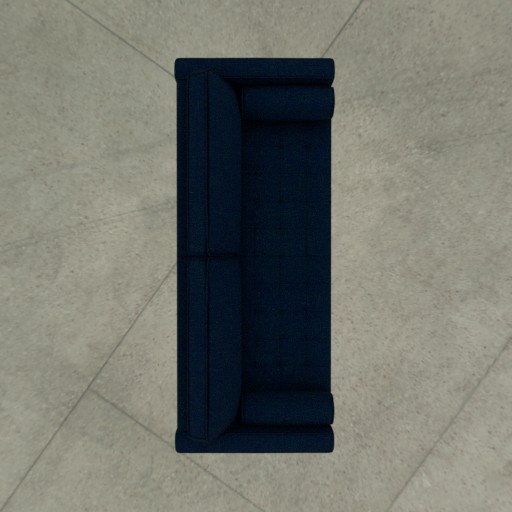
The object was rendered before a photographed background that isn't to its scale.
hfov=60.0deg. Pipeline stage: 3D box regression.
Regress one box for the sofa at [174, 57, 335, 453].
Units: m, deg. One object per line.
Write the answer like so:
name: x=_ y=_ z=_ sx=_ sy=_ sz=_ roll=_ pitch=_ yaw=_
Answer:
sofa: x=0.000 y=0.000 z=2.649 sx=0.914 sy=0.762 sz=2.210 roll=0 pitch=91 yaw=0
